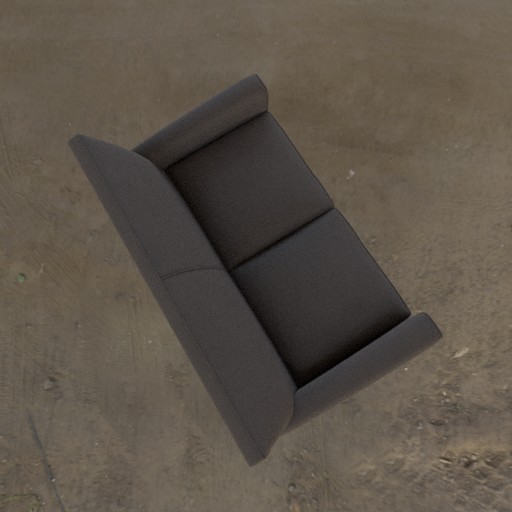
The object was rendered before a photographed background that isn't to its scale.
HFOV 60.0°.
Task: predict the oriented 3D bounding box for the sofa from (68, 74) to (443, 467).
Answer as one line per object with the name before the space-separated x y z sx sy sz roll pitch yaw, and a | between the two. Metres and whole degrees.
sofa | 0.000 0.000 1.994 0.871 0.846 1.420 -31 77 -8
